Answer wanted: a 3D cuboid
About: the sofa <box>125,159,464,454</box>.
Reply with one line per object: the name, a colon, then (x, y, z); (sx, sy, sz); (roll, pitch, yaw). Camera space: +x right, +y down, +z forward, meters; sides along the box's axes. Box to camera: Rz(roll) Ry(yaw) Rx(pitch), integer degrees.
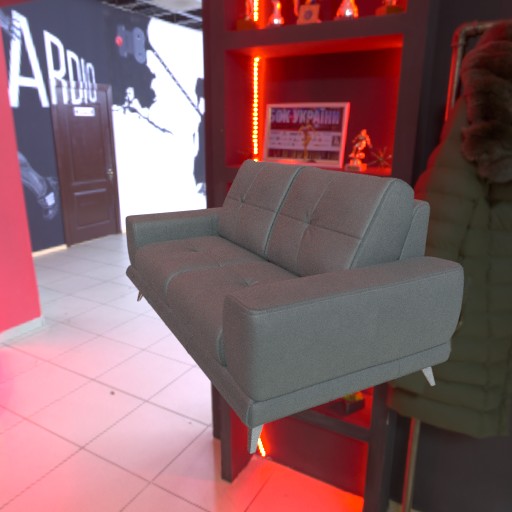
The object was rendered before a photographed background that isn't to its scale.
sofa: (0.000, 0.000, 2.328); (1.018, 0.907, 1.806); (-8, 18, -27)
